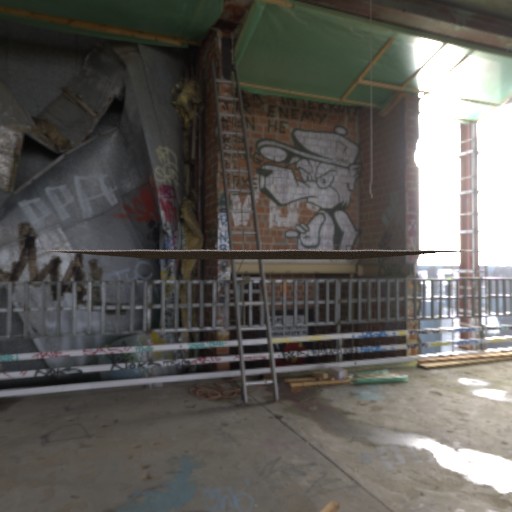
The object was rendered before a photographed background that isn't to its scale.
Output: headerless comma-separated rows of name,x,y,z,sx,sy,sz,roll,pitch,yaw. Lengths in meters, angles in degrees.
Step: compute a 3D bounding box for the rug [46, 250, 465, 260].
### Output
rug,0.000,0.000,4.091,2.468,0.022,3.061,0,-1,0
